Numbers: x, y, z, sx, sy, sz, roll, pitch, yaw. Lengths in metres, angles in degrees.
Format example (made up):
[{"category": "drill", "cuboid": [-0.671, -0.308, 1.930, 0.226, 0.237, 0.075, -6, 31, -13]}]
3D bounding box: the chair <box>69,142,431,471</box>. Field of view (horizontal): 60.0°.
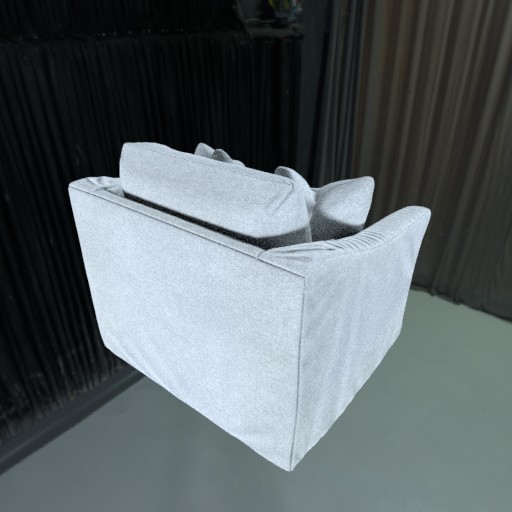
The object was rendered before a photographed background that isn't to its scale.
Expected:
[{"category": "chair", "cuboid": [0.000, 0.000, 2.039, 1.194, 1.059, 1.071, 21, 35, 33]}]
